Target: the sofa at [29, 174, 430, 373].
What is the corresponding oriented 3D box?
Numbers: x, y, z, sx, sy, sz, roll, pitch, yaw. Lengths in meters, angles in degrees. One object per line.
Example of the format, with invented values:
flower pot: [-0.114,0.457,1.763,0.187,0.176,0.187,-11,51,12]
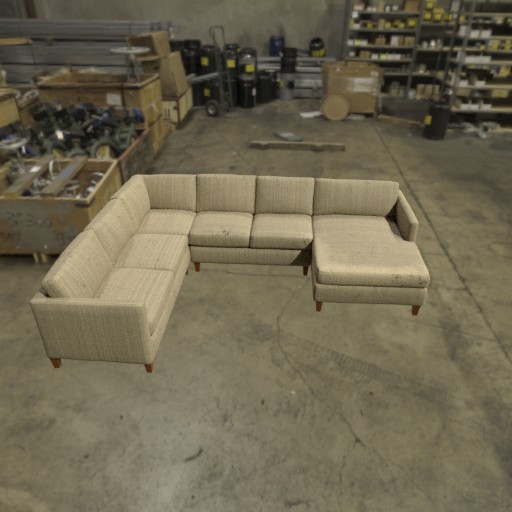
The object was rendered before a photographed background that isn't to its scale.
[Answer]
sofa: [0.000,0.000,4.610,3.460,0.961,2.594,2,31,3]
